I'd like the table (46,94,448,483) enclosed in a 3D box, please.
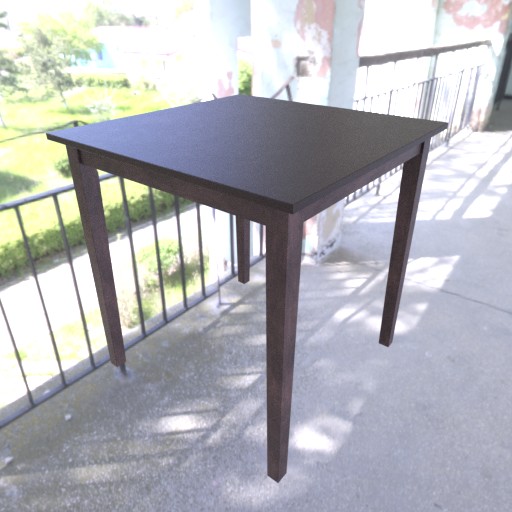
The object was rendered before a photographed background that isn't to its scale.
[{"bbox_3d":[0.000,0.000,1.347,0.749,0.770,0.749,21,35,33],"label":"table"}]
